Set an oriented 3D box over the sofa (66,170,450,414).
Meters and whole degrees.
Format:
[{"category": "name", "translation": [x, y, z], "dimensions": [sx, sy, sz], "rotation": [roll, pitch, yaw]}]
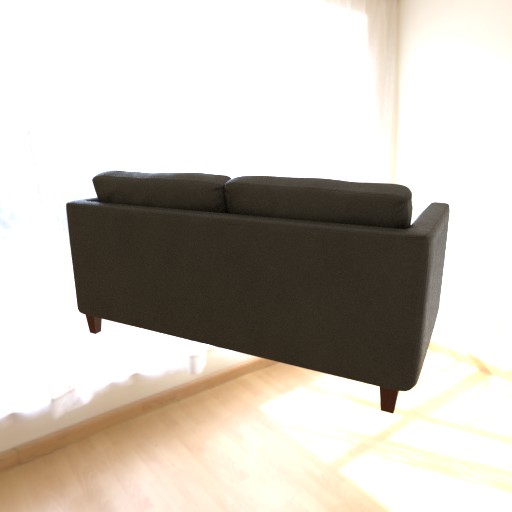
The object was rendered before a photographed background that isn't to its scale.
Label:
[{"category": "sofa", "translation": [0.000, 0.000, 2.457], "dimensions": [1.883, 0.933, 0.951], "rotation": [8, 17, 26]}]
